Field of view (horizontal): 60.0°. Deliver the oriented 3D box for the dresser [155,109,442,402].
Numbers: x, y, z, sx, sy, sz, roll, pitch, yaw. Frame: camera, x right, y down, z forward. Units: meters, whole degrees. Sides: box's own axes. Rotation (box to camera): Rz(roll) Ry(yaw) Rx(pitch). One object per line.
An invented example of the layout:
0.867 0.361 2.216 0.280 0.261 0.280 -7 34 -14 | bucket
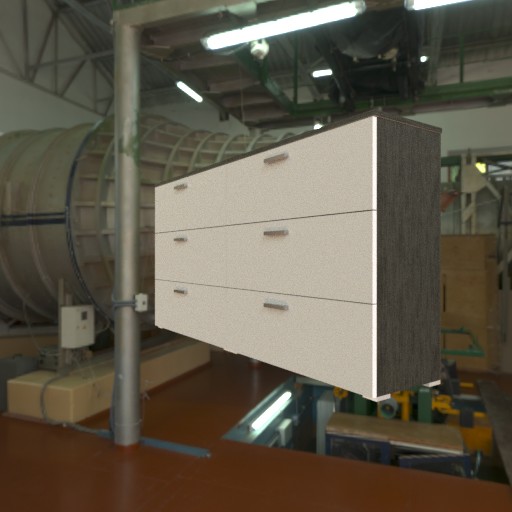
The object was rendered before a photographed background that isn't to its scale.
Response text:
0.000 0.000 1.904 0.333 0.790 1.535 0 0 -35 | dresser
